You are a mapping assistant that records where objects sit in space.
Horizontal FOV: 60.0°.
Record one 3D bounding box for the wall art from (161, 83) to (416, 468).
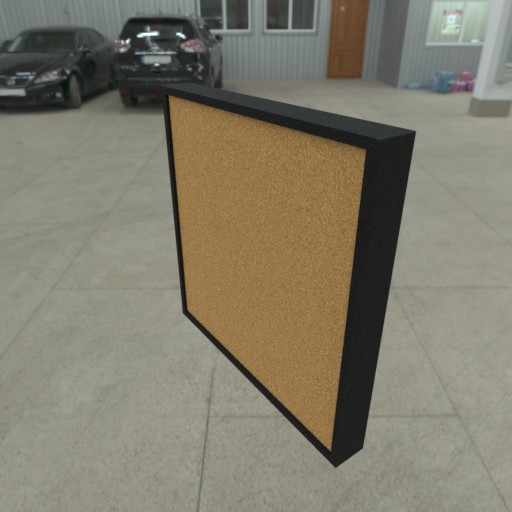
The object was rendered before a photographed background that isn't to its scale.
[{"bbox_3d":[0.000,0.000,0.460,0.037,0.305,0.305,-19,33,-31],"label":"wall art"}]
